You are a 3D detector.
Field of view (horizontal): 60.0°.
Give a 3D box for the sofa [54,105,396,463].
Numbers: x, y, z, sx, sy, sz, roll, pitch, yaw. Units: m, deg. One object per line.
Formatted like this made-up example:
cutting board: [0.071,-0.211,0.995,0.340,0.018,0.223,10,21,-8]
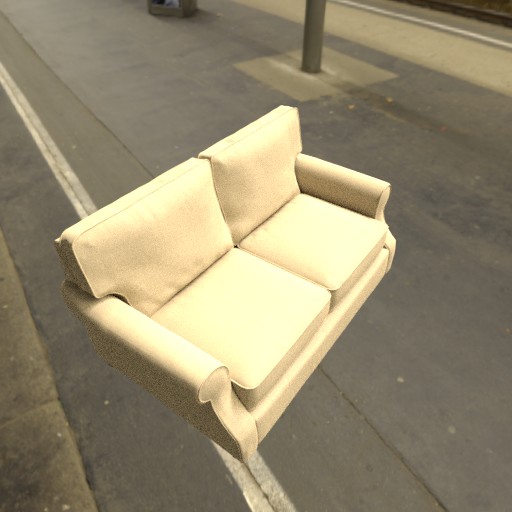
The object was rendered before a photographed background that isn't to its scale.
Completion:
sofa: [0.000,0.000,2.222,0.964,0.937,1.665,25,46,27]
